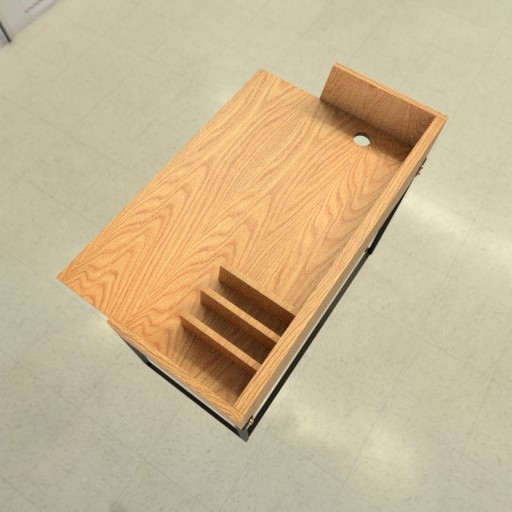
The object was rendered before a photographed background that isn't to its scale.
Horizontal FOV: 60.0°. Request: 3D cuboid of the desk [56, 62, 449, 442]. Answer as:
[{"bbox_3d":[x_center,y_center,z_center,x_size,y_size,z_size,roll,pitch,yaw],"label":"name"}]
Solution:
[{"bbox_3d":[0.000,0.000,1.857,0.769,1.061,1.191,33,69,14],"label":"desk"}]
